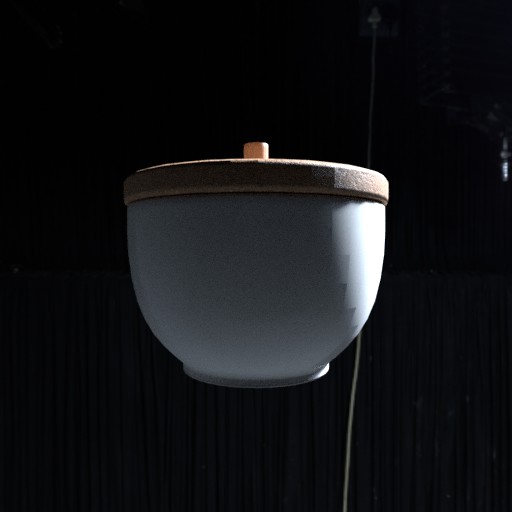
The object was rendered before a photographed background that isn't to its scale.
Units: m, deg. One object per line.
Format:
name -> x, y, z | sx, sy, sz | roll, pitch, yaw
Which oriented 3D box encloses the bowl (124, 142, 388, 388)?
bowl -> 0.000, 0.000, 0.221 | 0.126, 0.110, 0.126 | 0, 1, 0
